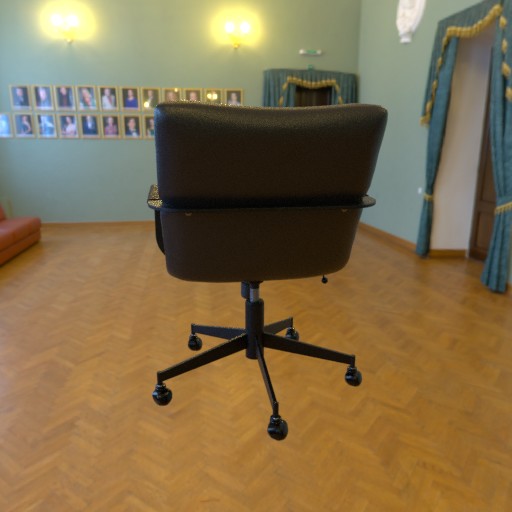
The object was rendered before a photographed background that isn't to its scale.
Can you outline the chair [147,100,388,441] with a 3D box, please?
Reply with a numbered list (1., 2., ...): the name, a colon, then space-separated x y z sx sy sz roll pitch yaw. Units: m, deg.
1. chair: 0.000 0.000 1.493 0.719 0.922 0.748 -2 14 -10
